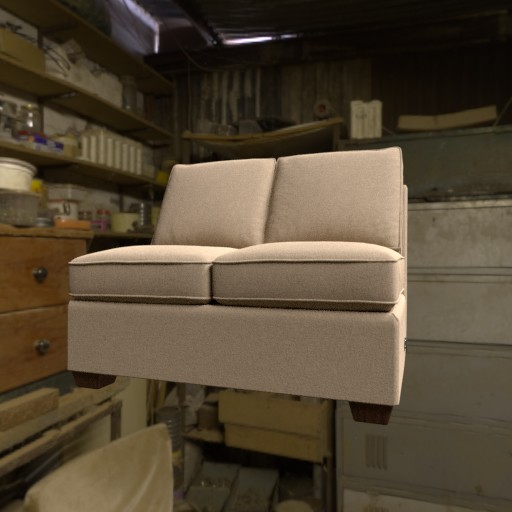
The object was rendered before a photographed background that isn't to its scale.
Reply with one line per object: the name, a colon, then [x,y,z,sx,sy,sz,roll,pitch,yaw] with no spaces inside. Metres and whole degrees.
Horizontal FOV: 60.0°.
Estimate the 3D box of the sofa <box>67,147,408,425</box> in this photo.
sofa: [0.000,0.000,1.917,1.237,1.008,0.951,0,0,20]
